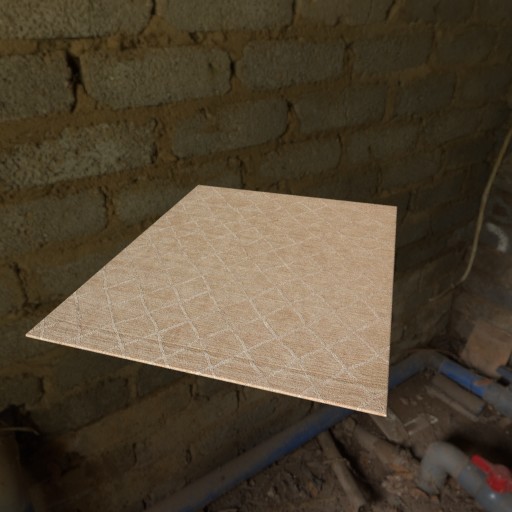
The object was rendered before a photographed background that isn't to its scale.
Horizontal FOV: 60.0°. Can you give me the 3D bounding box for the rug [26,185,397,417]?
[{"bbox_3d":[0.000,0.000,4.028,2.420,0.019,3.039,8,31,14],"label":"rug"}]
